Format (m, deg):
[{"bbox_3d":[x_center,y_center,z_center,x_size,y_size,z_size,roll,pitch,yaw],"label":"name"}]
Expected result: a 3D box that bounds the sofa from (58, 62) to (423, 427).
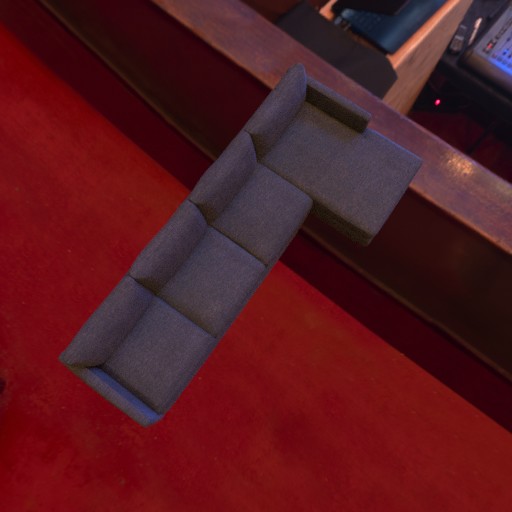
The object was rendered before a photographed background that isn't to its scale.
[{"bbox_3d":[0.000,0.000,3.439,1.350,0.810,2.932,35,79,8],"label":"sofa"}]
